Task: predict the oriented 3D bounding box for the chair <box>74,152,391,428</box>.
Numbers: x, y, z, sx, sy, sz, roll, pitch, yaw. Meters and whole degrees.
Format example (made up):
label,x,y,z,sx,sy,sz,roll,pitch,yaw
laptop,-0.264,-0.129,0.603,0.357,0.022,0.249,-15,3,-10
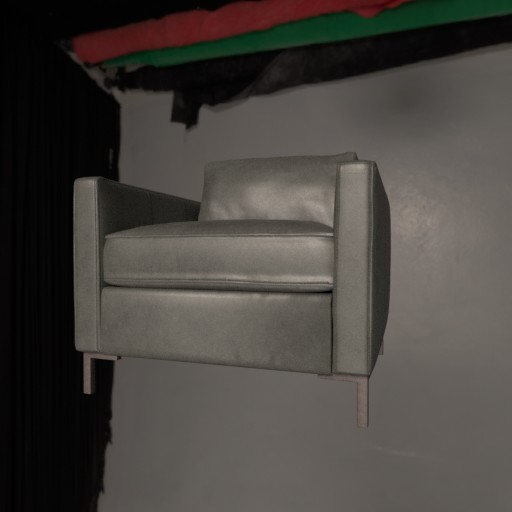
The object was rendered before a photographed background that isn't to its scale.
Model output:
label,x,y,z,sx,sy,sz,roll,pitch,yaw
chair,0.000,0.000,1.509,0.967,0.824,0.861,0,1,19
